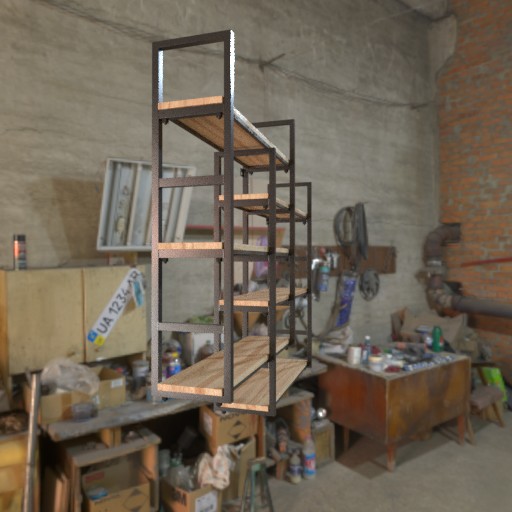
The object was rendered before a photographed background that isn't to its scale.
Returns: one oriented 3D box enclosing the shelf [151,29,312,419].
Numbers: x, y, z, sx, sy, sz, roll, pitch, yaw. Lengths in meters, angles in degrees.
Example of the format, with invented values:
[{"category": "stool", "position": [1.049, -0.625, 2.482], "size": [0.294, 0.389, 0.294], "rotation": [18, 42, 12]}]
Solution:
[{"category": "shelf", "position": [0.000, 0.000, 1.378], "size": [0.183, 0.921, 0.946], "rotation": [0, -1, 17]}]
